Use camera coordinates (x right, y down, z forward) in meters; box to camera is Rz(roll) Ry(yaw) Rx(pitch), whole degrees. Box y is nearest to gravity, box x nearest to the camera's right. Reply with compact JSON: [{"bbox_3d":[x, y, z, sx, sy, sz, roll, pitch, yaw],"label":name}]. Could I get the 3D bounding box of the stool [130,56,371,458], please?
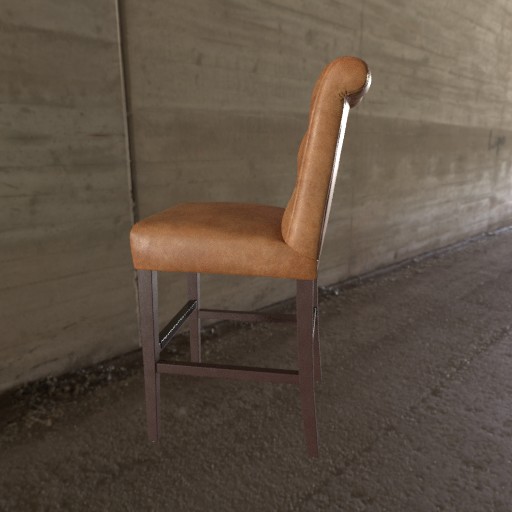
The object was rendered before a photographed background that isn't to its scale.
[{"bbox_3d":[0.000,0.000,1.356,0.601,1.047,0.493,2,14,9],"label":"stool"}]
